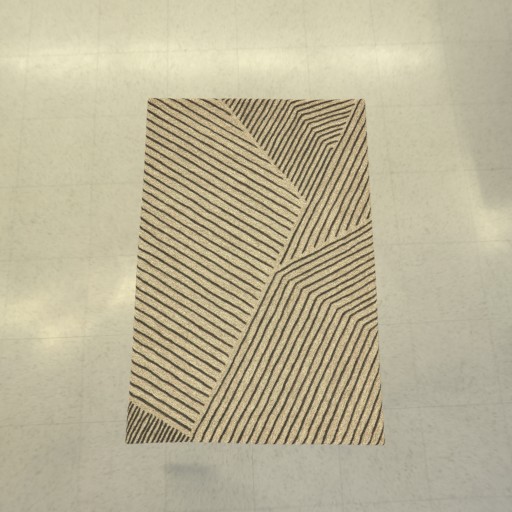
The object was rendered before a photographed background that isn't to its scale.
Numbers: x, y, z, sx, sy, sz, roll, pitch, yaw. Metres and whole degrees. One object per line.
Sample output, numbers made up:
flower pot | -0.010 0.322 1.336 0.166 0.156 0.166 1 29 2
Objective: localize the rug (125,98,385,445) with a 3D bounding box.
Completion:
rug | 0.000 0.000 2.313 1.237 0.019 1.842 0 77 0
